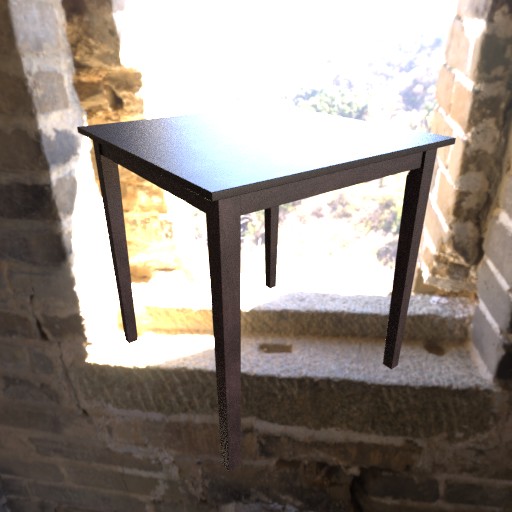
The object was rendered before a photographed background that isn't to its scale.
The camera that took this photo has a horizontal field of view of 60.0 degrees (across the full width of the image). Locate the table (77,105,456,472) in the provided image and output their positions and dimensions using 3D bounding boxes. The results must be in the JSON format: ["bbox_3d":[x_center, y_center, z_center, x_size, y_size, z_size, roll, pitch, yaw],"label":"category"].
[{"bbox_3d":[0.000,0.000,1.401,0.749,0.770,0.749,-19,32,-32],"label":"table"}]
